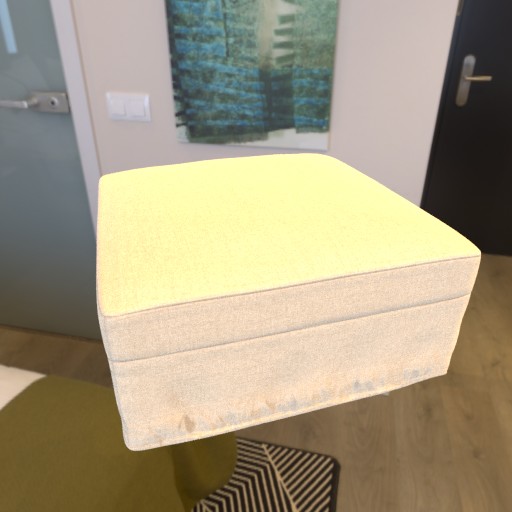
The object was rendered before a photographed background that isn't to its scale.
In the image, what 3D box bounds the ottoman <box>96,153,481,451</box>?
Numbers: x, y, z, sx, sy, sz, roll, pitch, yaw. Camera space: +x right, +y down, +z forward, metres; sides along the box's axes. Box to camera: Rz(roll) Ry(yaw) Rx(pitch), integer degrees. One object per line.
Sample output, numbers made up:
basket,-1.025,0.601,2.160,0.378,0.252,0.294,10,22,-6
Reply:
ottoman,0.000,0.000,1.298,0.843,0.436,0.840,-8,30,-15
